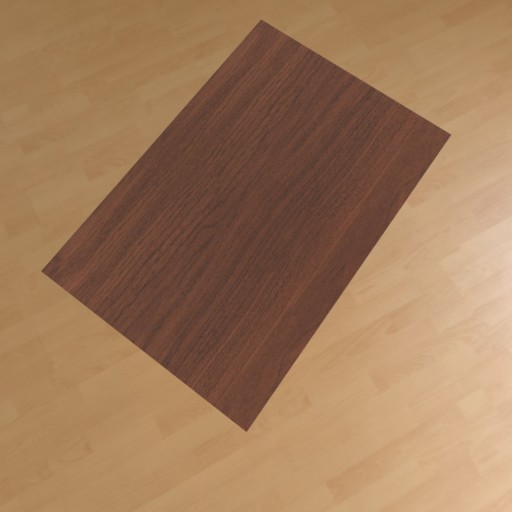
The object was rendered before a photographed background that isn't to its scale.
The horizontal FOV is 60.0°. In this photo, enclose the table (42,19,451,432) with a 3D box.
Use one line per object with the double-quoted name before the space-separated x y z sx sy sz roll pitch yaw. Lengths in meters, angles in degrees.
"table" 0.000 0.000 1.070 0.406 0.711 0.589 35 78 9
